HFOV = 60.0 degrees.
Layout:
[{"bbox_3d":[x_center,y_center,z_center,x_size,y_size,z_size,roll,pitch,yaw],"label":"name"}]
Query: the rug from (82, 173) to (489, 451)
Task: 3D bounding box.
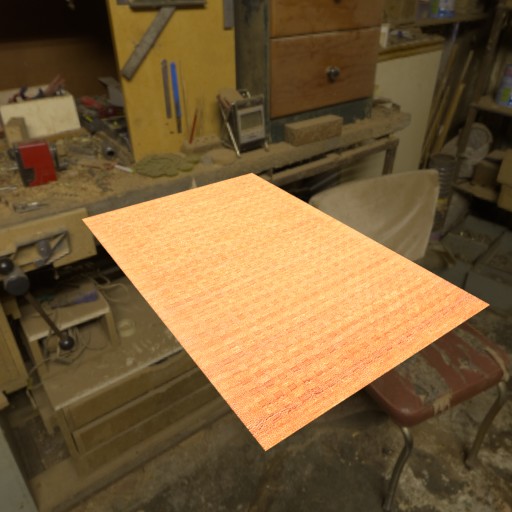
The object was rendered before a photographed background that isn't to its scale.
[{"bbox_3d":[0.000,0.000,2.851,1.524,0.006,2.285,-21,38,-29],"label":"rug"}]
